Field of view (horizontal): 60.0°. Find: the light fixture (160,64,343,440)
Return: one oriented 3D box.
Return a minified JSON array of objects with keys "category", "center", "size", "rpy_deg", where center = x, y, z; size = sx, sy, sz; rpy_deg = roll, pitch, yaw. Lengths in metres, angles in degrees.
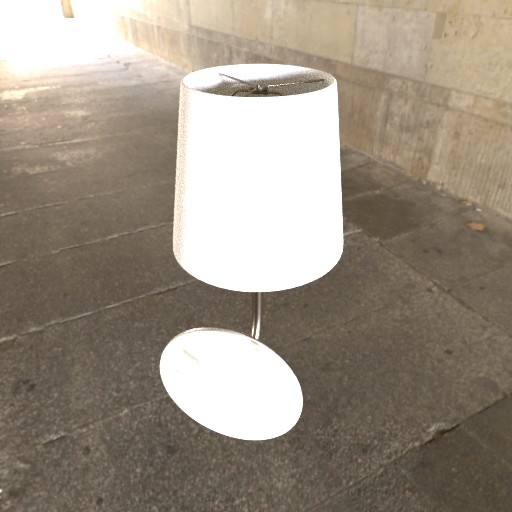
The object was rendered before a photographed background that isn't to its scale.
[{"category":"light fixture","center":[0.000,0.000,0.448],"size":[0.168,0.337,0.188],"rpy_deg":[9,34,14]}]
